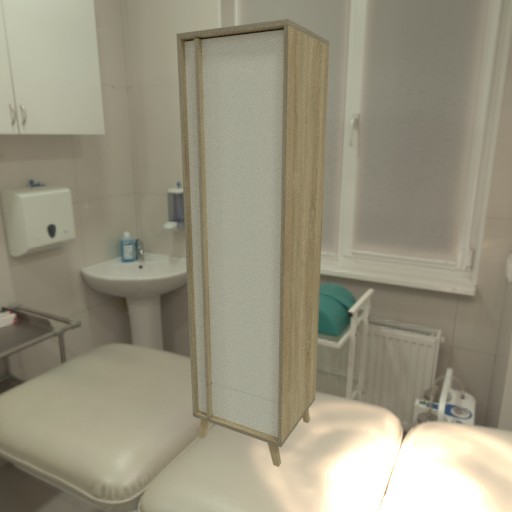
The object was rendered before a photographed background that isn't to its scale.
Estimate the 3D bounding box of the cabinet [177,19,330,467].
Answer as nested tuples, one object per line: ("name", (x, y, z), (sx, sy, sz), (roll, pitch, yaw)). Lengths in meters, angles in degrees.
("cabinet", (0.000, 0.000, 2.176), (0.510, 1.960, 0.450), (8, 17, 27))
